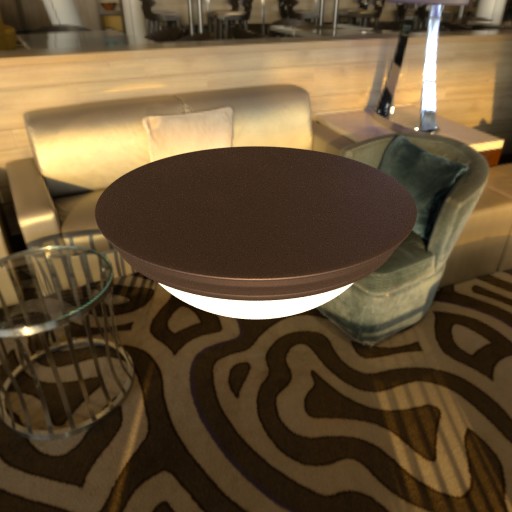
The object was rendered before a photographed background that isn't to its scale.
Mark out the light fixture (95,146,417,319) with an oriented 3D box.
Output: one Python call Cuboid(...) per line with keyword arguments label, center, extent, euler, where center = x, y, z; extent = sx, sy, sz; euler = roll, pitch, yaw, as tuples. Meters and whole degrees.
Cuboid(label="light fixture", center=(0.000, 0.000, 0.437), extent=(0.280, 0.135, 0.280), euler=(0, 31, 0))
